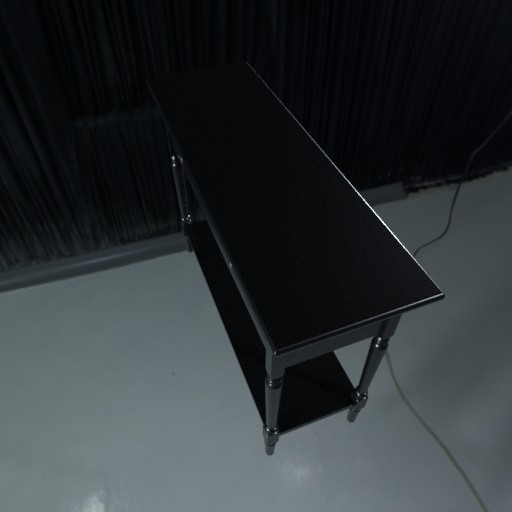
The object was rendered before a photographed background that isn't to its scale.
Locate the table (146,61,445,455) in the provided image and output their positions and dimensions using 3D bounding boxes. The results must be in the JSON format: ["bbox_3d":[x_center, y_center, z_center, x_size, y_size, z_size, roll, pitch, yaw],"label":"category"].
[{"bbox_3d":[0.000,0.000,1.545,0.386,0.819,1.191,-16,49,-14],"label":"table"}]
